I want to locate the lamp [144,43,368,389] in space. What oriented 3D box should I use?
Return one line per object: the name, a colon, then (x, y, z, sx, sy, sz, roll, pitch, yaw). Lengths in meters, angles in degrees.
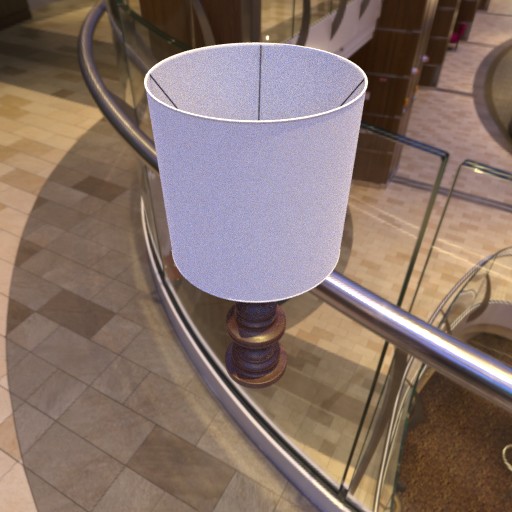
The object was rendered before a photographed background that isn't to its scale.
lamp: (0.000, 0.000, 0.570, 0.208, 0.455, 0.208, -11, 42, -13)
